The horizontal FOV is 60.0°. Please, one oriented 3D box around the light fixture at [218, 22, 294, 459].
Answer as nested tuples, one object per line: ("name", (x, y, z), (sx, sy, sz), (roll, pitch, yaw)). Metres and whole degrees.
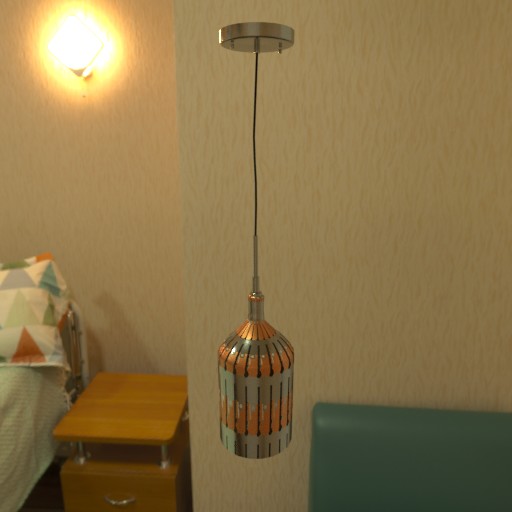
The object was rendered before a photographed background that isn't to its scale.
("light fixture", (0.000, 0.000, 1.660), (0.303, 1.535, 0.303), (0, 14, 0))
